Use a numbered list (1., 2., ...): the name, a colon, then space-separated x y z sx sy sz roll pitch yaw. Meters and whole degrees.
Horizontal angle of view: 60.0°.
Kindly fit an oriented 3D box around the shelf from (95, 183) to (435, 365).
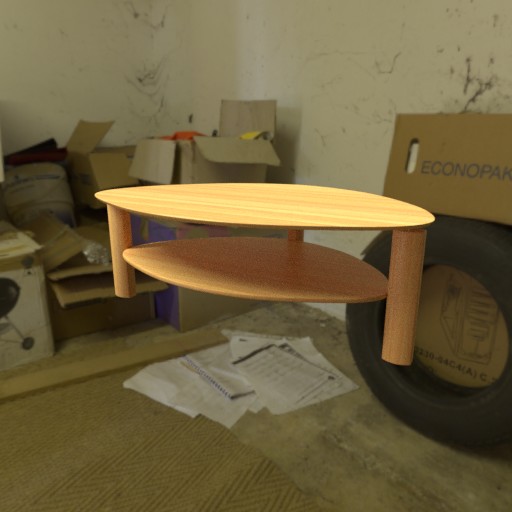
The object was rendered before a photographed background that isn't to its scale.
1. shelf: 0.000 0.000 1.662 1.246 0.440 0.845 9 18 28
